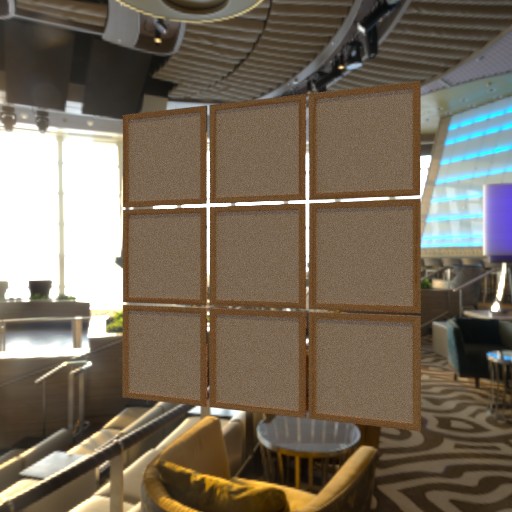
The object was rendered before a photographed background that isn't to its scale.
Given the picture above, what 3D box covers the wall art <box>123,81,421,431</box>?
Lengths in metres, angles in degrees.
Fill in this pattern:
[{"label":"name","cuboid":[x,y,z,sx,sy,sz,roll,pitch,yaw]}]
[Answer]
[{"label":"wall art","cuboid":[0.000,0.000,2.179,1.519,1.534,0.013,0,0,18]}]
